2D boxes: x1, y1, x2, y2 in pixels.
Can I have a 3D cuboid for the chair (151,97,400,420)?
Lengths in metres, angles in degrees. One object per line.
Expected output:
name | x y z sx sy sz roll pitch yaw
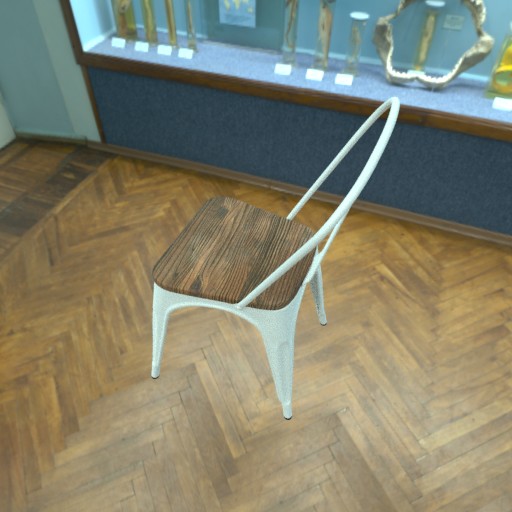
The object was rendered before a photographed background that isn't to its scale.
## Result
chair | 0.000 0.000 1.144 0.521 0.851 0.452 16 48 16
